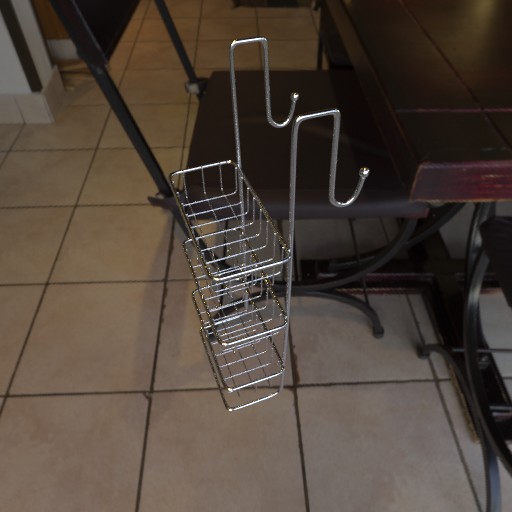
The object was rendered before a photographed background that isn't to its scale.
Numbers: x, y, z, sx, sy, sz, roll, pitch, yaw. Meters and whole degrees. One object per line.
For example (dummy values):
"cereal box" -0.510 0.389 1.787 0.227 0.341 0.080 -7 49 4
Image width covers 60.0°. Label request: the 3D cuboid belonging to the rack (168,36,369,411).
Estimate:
"rack" 0.000 0.000 0.688 0.202 0.574 0.228 -16 49 -14
